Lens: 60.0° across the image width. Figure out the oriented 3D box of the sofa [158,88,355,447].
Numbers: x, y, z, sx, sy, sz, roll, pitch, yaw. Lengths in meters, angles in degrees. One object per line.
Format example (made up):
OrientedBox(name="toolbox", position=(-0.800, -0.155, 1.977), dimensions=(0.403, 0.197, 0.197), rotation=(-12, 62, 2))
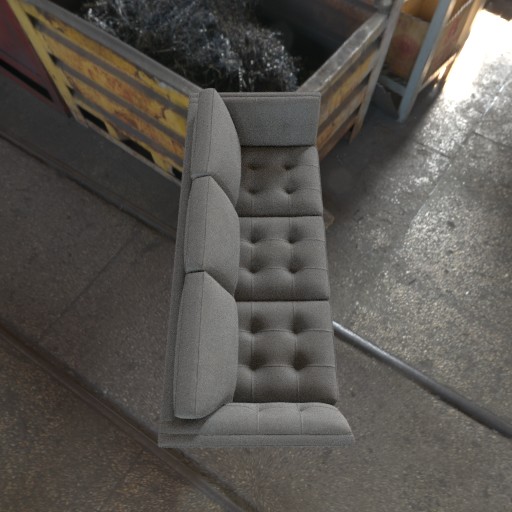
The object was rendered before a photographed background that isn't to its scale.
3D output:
OrientedBox(name="sofa", position=(0.000, 0.000, 2.957), dimensions=(0.965, 0.940, 2.387), rotation=(0, 63, 0))
